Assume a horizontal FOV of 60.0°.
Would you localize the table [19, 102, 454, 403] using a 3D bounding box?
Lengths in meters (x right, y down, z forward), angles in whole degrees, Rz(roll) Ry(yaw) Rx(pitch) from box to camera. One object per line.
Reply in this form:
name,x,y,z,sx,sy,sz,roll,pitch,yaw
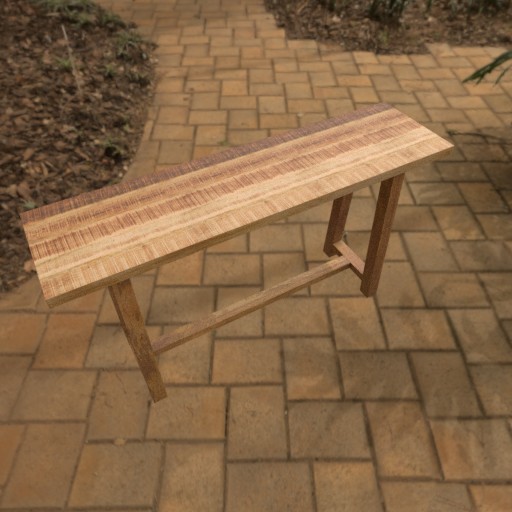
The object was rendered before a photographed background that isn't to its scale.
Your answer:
table,0.000,0.000,1.858,1.524,0.810,0.405,-22,50,-20
